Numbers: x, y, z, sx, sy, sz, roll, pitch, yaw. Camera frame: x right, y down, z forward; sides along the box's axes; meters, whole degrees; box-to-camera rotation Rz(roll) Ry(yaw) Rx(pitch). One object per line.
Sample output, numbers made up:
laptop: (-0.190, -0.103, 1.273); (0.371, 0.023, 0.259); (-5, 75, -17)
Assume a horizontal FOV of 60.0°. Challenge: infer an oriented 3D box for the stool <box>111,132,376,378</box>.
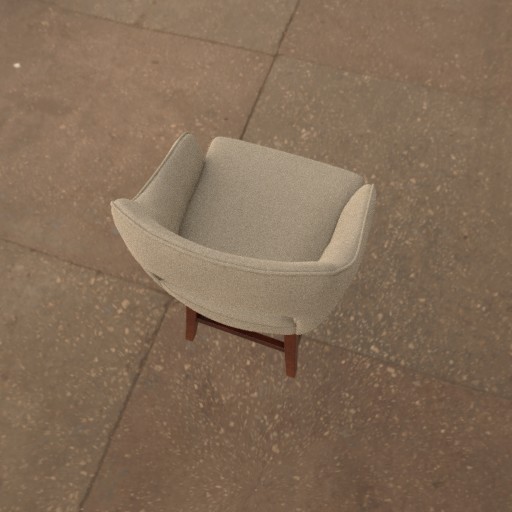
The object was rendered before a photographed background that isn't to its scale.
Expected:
stool: (0.000, 0.000, 1.278); (0.550, 0.936, 0.560); (18, 64, 9)
